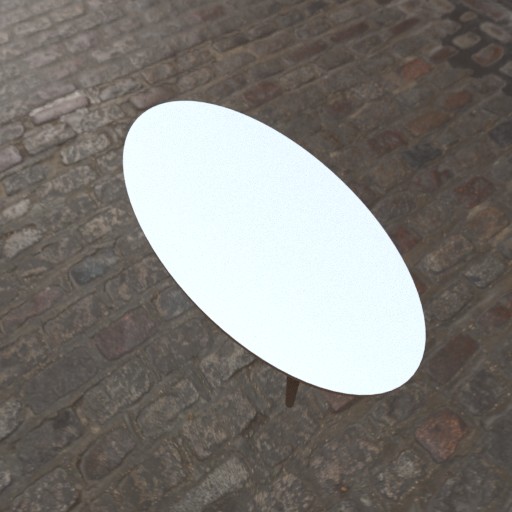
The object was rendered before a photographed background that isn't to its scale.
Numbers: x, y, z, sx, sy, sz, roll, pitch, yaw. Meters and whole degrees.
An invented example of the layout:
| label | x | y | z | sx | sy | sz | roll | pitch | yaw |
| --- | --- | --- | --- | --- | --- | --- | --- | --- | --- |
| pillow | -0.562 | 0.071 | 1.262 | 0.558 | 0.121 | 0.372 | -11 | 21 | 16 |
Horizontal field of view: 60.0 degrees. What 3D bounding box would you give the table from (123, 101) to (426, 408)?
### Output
| label | x | y | z | sx | sy | sz | roll | pitch | yaw |
| --- | --- | --- | --- | --- | --- | --- | --- | --- | --- |
| table | 0.000 | 0.000 | 1.344 | 0.542 | 0.390 | 1.083 | -33 | 64 | -18 |
